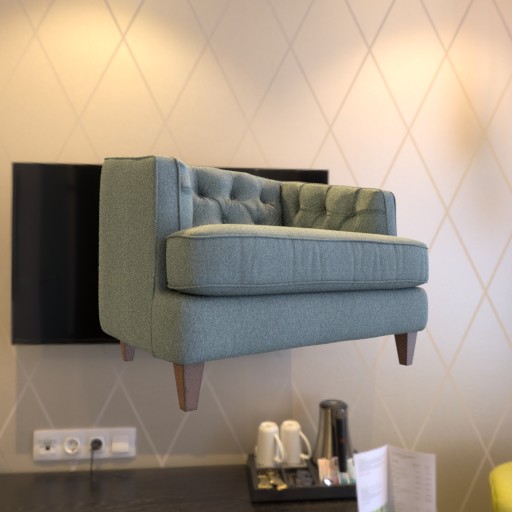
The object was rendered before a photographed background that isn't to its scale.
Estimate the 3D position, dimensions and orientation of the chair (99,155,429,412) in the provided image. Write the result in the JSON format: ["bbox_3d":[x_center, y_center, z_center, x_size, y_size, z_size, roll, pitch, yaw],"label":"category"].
[{"bbox_3d":[0.000,0.000,1.761,1.094,0.852,0.945,1,-2,-35],"label":"chair"}]
